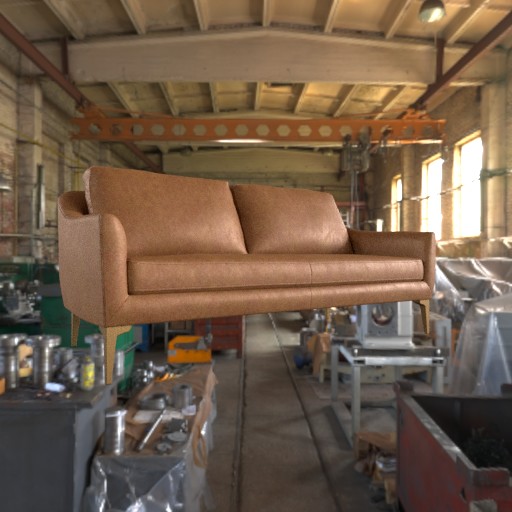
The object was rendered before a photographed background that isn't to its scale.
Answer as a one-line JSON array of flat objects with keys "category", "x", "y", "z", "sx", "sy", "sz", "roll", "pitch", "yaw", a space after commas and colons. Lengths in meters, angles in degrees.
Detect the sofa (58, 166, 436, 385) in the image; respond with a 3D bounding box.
[{"category": "sofa", "x": 0.000, "y": 0.000, "z": 2.532, "sx": 2.036, "sy": 0.945, "sz": 0.981, "roll": 0, "pitch": 0, "yaw": -34}]
